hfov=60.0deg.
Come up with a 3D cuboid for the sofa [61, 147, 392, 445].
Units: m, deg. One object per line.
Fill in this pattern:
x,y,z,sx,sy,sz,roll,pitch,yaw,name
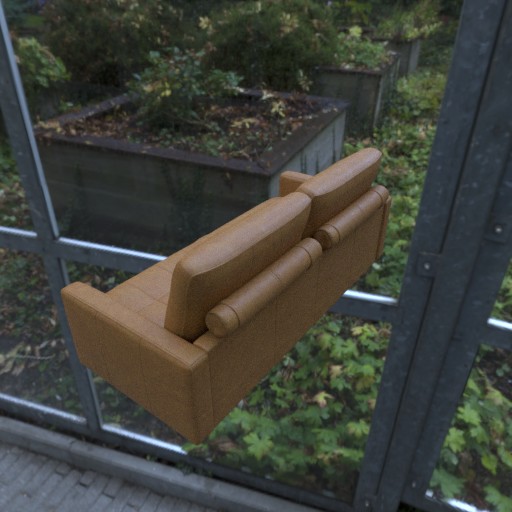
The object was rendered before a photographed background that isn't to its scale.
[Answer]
0.000,0.000,2.378,0.850,0.898,1.821,21,37,31,sofa
